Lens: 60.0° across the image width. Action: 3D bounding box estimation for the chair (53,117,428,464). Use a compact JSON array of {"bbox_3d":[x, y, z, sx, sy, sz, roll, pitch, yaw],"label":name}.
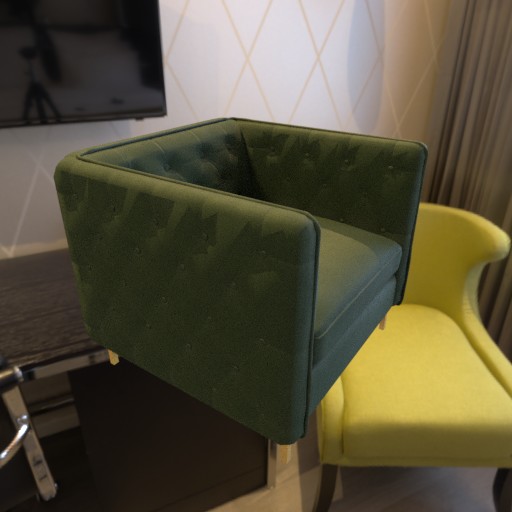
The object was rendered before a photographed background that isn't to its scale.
[{"bbox_3d":[0.000,0.000,1.538,0.855,0.768,0.917,17,32,30],"label":"chair"}]
